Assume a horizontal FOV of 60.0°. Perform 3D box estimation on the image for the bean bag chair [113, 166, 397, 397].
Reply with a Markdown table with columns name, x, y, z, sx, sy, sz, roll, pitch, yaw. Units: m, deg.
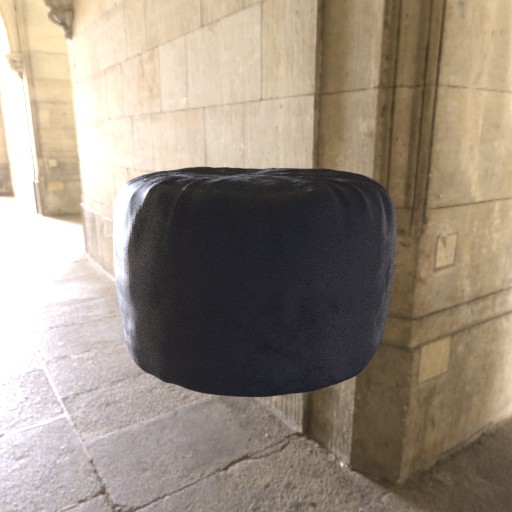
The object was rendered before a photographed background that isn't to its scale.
| name | x | y | z | sx | sy | sz | roll | pitch | yaw |
| --- | --- | --- | --- | --- | --- | --- | --- | --- | --- |
| bean bag chair | 0.000 | 0.000 | 1.998 | 1.219 | 0.762 | 1.219 | 0 | 15 | 0 |
